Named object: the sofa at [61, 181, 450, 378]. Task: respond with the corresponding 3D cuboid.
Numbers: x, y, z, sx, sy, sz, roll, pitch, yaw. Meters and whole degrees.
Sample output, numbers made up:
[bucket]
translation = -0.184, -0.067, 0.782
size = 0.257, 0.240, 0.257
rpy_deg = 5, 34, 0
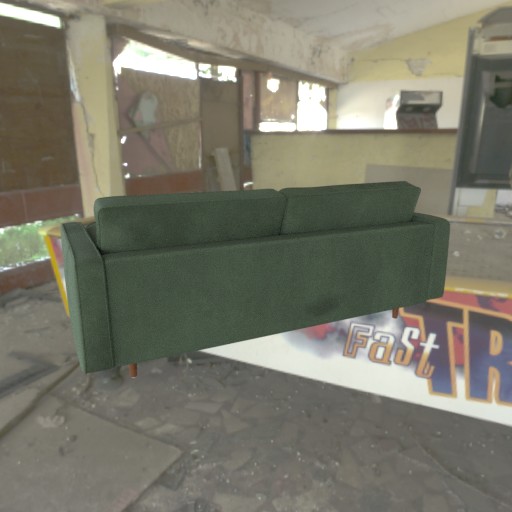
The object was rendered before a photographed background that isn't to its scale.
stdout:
[sofa]
translation = 0.000, 0.000, 2.369
size = 1.880, 0.772, 0.916
rpy_deg = -7, 16, -25
